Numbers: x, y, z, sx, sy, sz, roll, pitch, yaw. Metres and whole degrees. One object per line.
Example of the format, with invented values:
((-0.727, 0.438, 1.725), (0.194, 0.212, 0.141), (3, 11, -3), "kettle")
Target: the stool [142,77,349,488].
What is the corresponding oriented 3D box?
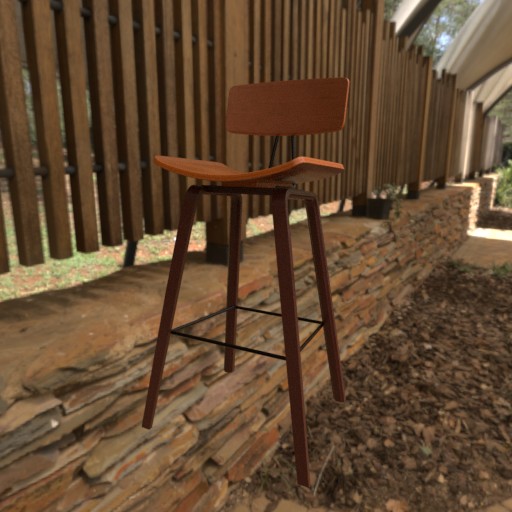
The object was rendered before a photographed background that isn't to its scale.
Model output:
((0.000, 0.000, 1.230), (0.509, 0.969, 0.440), (7, 15, 27), "stool")
